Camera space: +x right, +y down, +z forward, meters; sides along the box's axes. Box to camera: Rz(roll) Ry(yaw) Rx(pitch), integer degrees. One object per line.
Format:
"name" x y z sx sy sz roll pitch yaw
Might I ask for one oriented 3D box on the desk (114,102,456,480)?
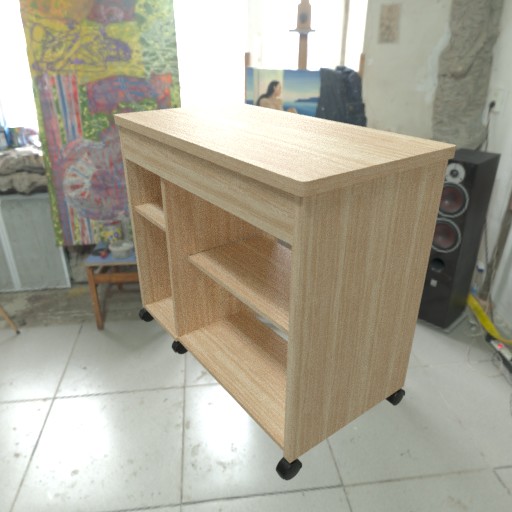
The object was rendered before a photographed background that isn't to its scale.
"desk" 0.000 0.000 1.360 0.480 0.770 0.884 -18 32 -32
